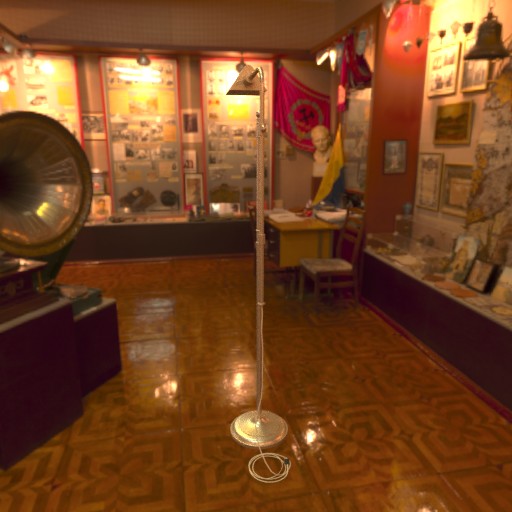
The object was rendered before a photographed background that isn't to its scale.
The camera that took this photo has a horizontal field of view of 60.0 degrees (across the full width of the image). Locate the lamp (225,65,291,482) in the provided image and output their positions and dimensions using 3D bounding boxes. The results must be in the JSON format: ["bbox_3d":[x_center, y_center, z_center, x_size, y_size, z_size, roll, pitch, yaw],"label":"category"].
[{"bbox_3d":[0.000,0.000,1.880,0.256,1.571,0.813,-2,14,-9],"label":"lamp"}]
